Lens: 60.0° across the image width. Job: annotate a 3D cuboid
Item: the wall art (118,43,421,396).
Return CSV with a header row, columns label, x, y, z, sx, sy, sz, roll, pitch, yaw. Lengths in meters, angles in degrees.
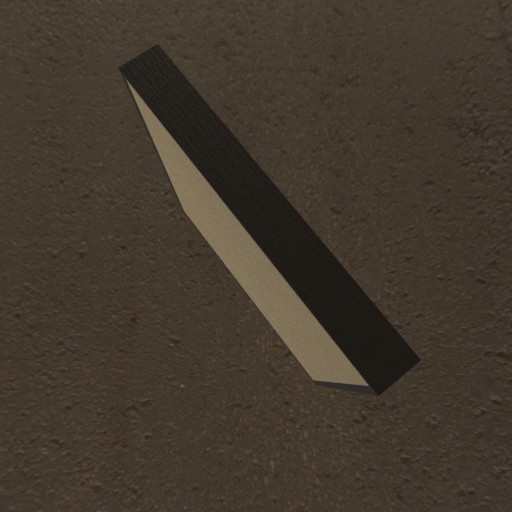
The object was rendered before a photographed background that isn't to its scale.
label,x,y,z,sx,sy,sz,roll,pitch,yaw
wall art,0.000,0.000,0.457,0.036,0.300,0.302,-36,78,-9
